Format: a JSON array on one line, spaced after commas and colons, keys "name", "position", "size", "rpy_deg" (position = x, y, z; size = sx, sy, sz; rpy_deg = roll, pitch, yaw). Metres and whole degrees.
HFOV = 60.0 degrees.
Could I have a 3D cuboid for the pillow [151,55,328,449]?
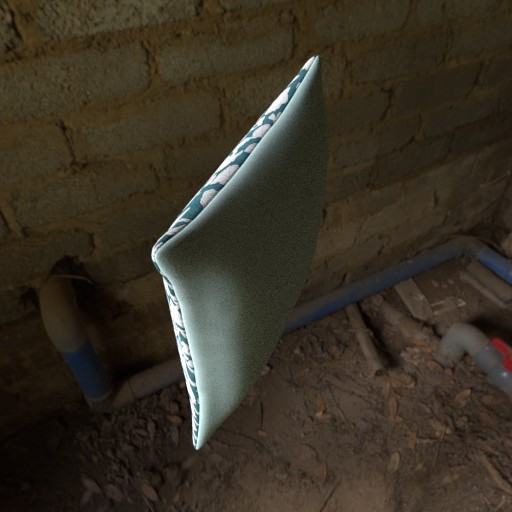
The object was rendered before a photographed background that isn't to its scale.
[{"name": "pillow", "position": [0.000, 0.000, 0.778], "size": [0.166, 0.508, 0.525], "rpy_deg": [17, 48, 16]}]
